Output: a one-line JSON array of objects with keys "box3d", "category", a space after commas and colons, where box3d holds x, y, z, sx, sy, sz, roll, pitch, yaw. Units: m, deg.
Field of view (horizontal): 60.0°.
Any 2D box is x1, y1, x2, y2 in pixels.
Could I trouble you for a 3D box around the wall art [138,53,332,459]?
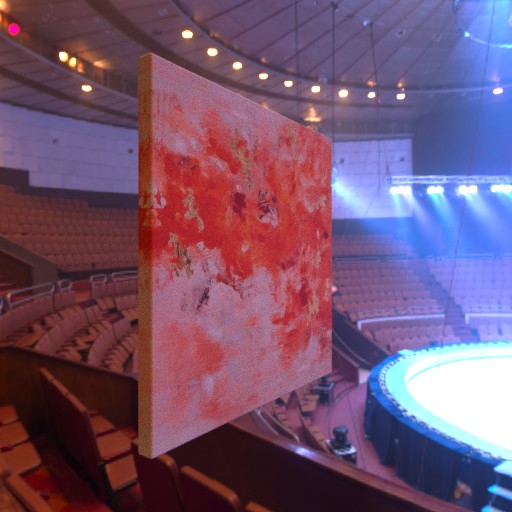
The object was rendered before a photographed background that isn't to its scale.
[{"box3d": [0.000, 0.000, 1.131, 0.064, 0.746, 0.747, 0, 0, 36], "category": "wall art"}]
